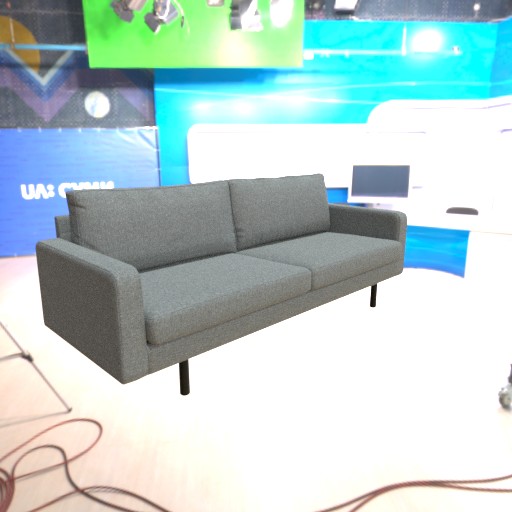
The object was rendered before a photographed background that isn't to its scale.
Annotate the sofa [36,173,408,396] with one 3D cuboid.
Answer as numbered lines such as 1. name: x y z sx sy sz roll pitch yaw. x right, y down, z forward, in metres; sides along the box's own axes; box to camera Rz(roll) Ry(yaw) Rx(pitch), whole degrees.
1. sofa: 0.000 0.000 2.661 2.200 0.880 0.880 -13 19 -43
